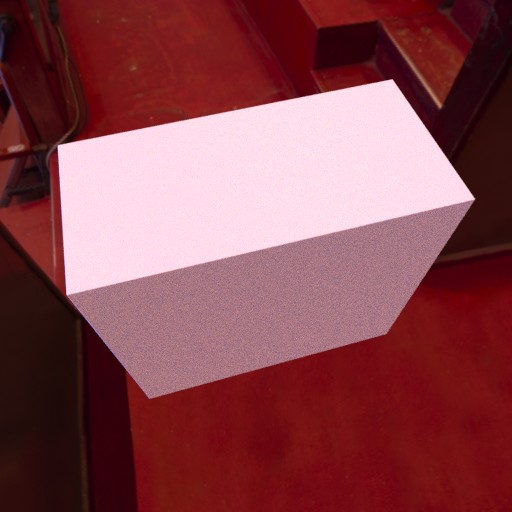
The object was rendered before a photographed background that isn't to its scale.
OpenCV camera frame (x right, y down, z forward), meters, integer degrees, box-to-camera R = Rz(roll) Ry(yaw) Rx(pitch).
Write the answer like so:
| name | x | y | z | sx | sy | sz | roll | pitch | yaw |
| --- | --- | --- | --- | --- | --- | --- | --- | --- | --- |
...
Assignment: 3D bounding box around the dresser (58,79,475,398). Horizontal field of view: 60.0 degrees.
| name | x | y | z | sx | sy | sz | roll | pitch | yaw |
| --- | --- | --- | --- | --- | --- | --- | --- | --- | --- |
| dresser | 0.000 | 0.000 | 1.283 | 0.830 | 0.740 | 0.420 | -13 | 59 | -8 |
